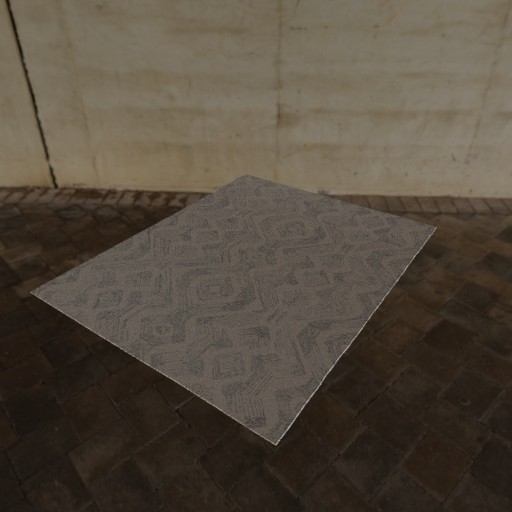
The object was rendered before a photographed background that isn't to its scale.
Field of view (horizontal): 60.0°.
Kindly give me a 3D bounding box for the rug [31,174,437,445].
[{"bbox_3d":[0.000,0.000,4.122,2.430,0.030,3.054,21,39,29],"label":"rug"}]
